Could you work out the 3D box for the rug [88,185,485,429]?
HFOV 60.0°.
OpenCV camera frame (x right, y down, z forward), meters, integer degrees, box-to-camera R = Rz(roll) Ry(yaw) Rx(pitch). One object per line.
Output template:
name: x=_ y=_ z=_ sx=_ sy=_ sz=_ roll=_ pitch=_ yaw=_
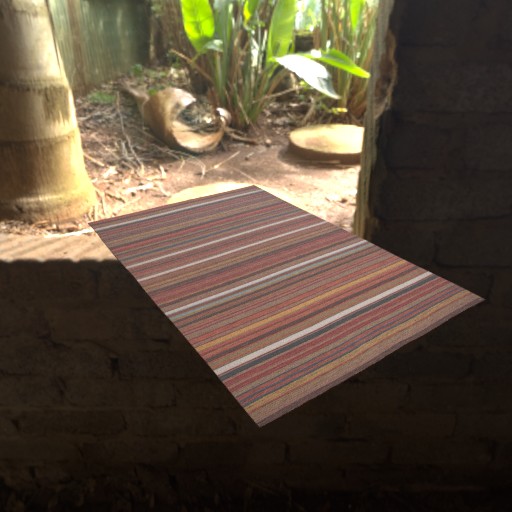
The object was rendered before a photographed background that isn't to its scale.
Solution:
rug: x=0.000 y=0.000 z=2.311 sx=1.217 sy=0.007 sz=1.828 roll=-18 pitch=33 yaw=-30
